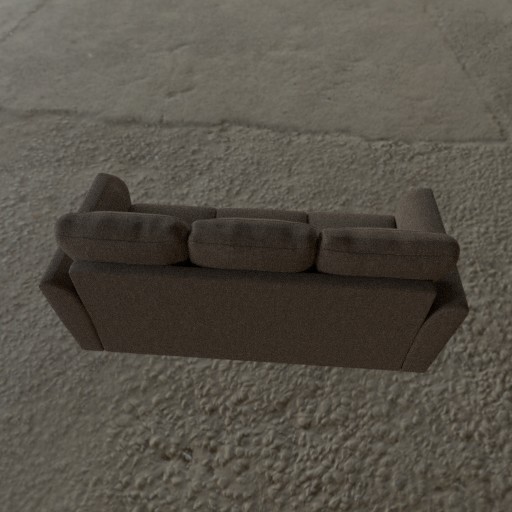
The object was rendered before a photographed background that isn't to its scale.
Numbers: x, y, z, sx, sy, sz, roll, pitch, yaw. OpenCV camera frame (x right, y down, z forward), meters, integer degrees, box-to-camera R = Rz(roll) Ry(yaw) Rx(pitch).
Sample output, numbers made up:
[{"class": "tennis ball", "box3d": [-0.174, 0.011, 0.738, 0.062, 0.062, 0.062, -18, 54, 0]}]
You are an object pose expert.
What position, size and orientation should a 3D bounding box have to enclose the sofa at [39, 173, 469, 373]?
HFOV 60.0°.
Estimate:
[{"class": "sofa", "box3d": [0.000, 0.000, 2.289, 1.847, 0.891, 0.837, 3, 47, 3]}]
